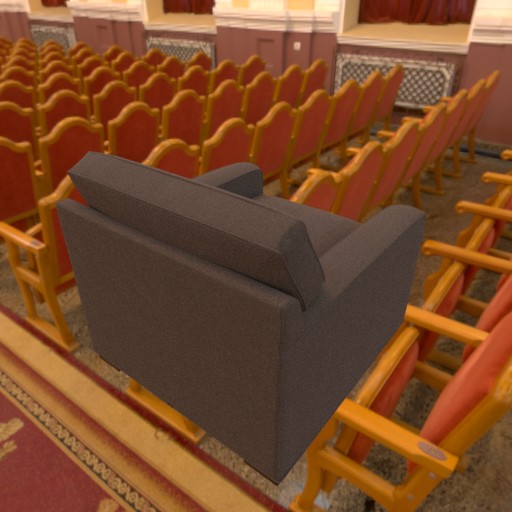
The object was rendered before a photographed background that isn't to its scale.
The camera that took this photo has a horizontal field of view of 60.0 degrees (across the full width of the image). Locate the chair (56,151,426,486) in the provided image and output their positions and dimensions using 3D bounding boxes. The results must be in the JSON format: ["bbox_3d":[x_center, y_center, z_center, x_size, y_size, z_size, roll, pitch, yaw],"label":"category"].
[{"bbox_3d":[0.000,0.000,1.792,0.997,0.913,1.043,22,38,32],"label":"chair"}]
